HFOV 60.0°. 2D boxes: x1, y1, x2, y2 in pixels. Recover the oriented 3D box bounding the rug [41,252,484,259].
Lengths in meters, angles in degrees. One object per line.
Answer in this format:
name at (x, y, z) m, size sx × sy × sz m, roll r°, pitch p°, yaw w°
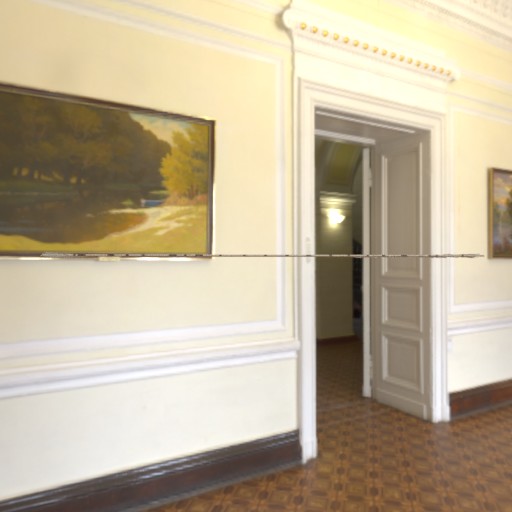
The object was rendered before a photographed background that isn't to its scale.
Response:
rug at (0.000, 0.000, 3.029) m, size 2.472 × 0.035 × 1.495 m, roll 0°, pitch 0°, yaw -17°
